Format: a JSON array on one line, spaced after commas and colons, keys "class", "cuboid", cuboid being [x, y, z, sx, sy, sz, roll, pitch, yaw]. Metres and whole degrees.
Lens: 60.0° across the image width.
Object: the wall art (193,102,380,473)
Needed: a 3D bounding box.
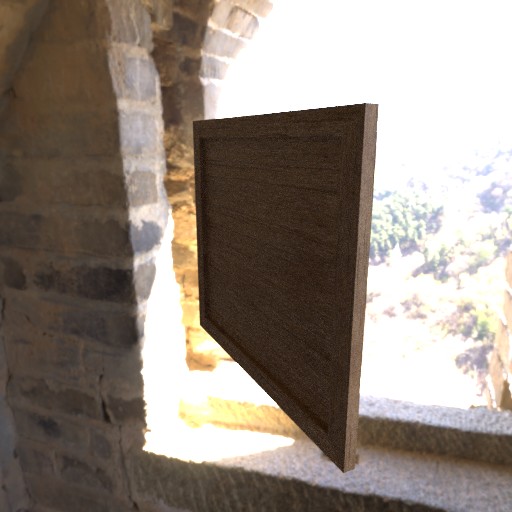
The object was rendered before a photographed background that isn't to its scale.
[{"class": "wall art", "cuboid": [0.000, 0.000, 0.969, 0.026, 0.588, 0.690, -7, 16, -26]}]
